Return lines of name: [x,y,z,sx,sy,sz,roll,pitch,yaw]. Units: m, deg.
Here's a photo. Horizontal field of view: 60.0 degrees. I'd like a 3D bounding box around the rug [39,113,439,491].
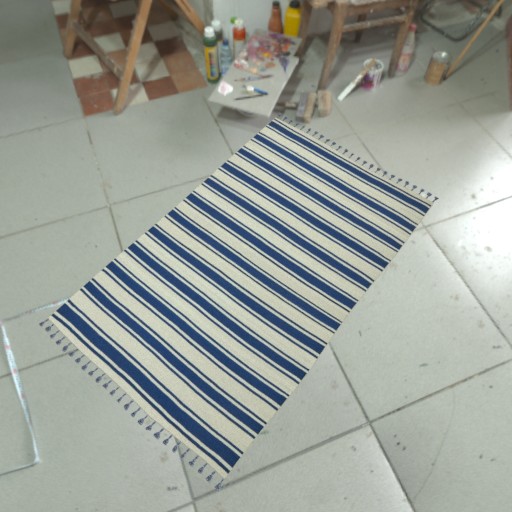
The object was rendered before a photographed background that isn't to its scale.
rug: [0.000,0.000,2.539,1.248,0.009,2.108,34,64,19]
